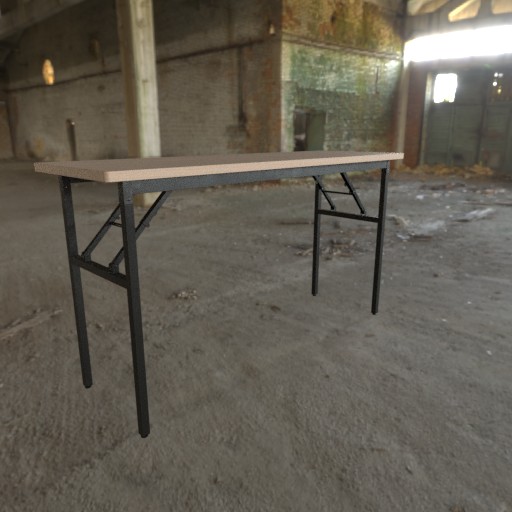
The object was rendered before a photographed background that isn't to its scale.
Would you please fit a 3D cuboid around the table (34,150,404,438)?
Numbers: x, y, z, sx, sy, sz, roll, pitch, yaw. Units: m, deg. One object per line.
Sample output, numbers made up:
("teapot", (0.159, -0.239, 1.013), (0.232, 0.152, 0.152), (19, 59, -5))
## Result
("table", (0.000, 0.000, 1.717), (0.447, 0.750, 1.397), (15, 21, 43))
